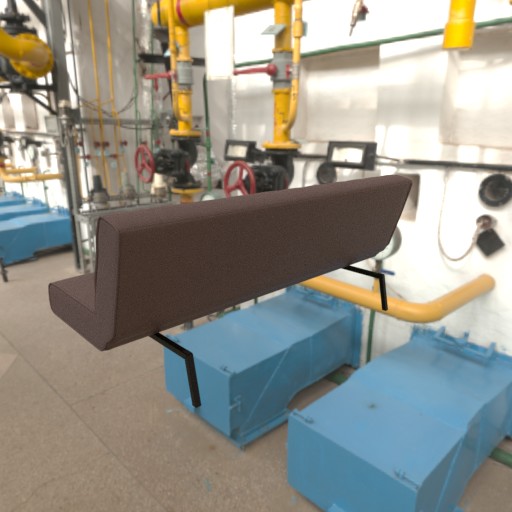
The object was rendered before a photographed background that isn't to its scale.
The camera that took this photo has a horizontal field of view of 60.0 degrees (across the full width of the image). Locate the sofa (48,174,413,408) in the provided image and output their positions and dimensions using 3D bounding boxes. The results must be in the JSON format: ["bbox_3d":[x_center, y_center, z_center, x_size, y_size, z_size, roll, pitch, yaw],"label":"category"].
[{"bbox_3d":[0.000,0.000,2.144,1.703,0.699,0.747,-15,22,-41],"label":"sofa"}]
